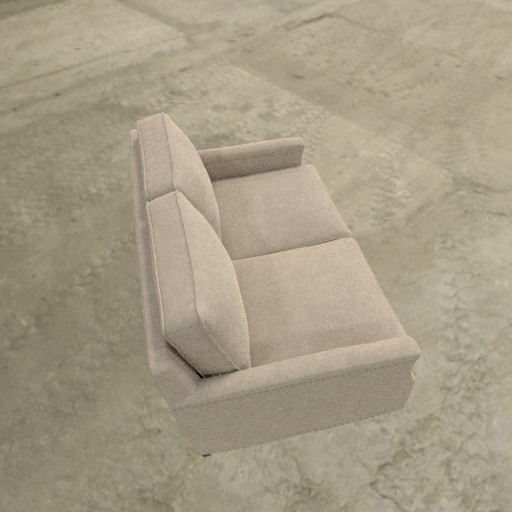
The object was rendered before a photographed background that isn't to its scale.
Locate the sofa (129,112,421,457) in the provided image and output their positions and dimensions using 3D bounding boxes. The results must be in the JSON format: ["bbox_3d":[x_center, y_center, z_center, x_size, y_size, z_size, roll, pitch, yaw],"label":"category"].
[{"bbox_3d":[0.000,0.000,2.253,1.084,1.002,1.597,-10,48,-9],"label":"sofa"}]
